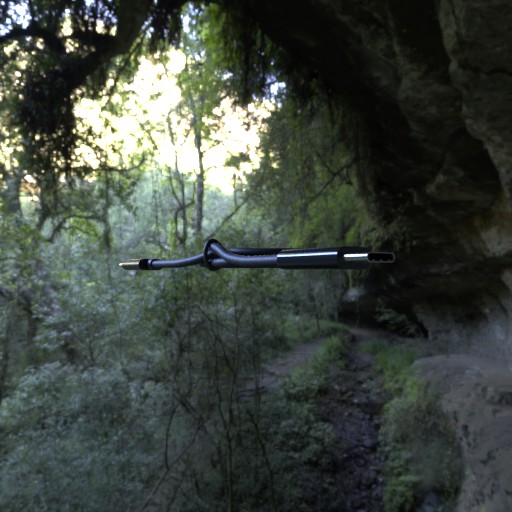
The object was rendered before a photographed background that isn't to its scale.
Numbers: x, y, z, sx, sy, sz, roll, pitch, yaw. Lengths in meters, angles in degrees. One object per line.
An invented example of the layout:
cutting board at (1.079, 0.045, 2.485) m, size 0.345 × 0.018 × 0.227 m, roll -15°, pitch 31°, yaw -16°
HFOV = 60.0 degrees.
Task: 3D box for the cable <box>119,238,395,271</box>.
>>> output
cable at (0.000, 0.000, 0.206) m, size 0.070 × 0.014 × 0.186 m, roll 1°, pitch -2°, yaw -36°
